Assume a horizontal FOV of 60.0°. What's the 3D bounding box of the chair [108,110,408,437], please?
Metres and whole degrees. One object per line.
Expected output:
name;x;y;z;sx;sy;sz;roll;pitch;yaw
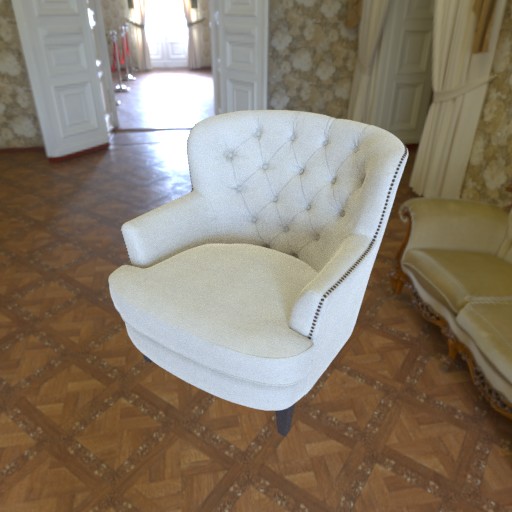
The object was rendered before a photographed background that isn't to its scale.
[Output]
chair;0.000;0.000;1.616;0.848;0.868;0.906;18;34;29
